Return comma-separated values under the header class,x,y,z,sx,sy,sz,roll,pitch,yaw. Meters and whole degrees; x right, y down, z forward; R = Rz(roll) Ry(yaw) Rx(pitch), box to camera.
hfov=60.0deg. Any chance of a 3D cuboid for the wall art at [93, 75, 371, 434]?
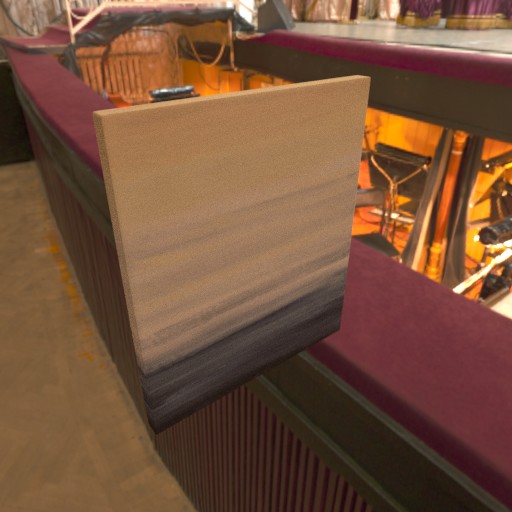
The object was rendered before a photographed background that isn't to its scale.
class,x,y,z,sx,sy,sz,roll,pitch,yaw
wall art,0.000,0.000,1.001,0.608,0.710,0.041,-21,36,-32
